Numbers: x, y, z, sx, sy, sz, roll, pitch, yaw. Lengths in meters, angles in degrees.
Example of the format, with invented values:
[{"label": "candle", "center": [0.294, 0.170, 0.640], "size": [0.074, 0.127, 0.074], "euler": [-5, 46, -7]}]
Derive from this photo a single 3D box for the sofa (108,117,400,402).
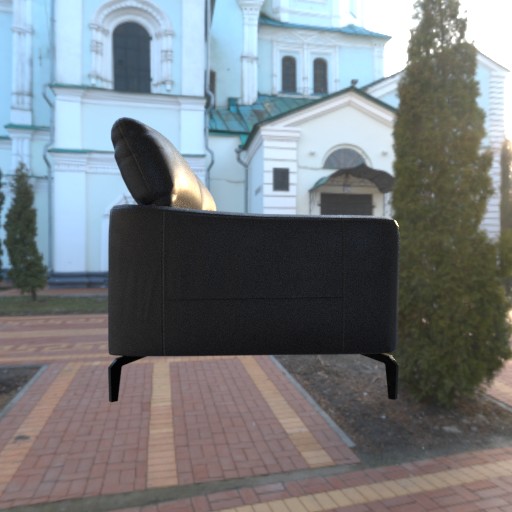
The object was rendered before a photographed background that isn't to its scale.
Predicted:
[{"label": "sofa", "center": [0.000, 0.000, 2.122], "size": [0.958, 0.920, 1.596], "euler": [0, 0, 1]}]
